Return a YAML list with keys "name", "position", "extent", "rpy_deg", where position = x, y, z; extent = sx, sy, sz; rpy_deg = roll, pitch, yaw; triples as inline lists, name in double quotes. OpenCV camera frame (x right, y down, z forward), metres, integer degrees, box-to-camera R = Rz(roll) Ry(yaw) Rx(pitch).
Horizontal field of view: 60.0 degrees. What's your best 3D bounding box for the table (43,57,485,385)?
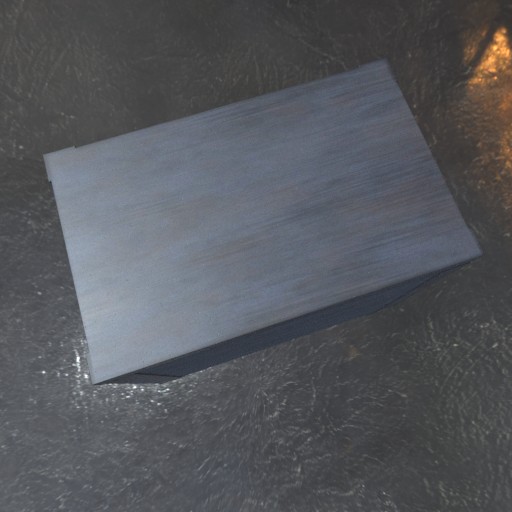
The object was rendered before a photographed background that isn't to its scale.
- name: "table"
  position: [0.000, 0.000, 1.072]
  extent: [0.660, 0.660, 0.413]
  rpy_deg: [-18, 75, -5]
